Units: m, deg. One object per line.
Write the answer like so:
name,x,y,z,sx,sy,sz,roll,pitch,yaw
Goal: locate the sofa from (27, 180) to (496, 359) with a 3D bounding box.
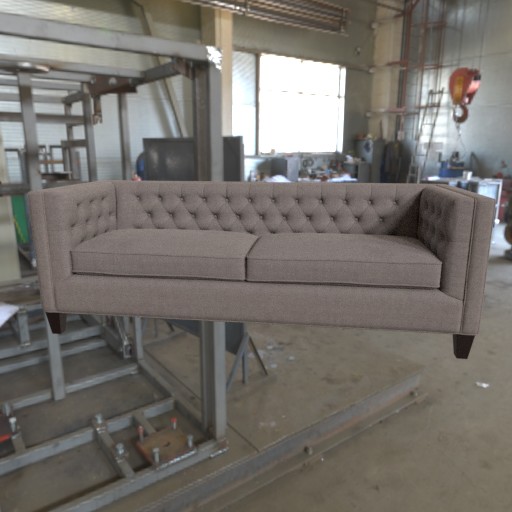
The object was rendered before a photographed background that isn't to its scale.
sofa,0.000,0.000,2.469,2.159,0.762,0.775,2,14,8
